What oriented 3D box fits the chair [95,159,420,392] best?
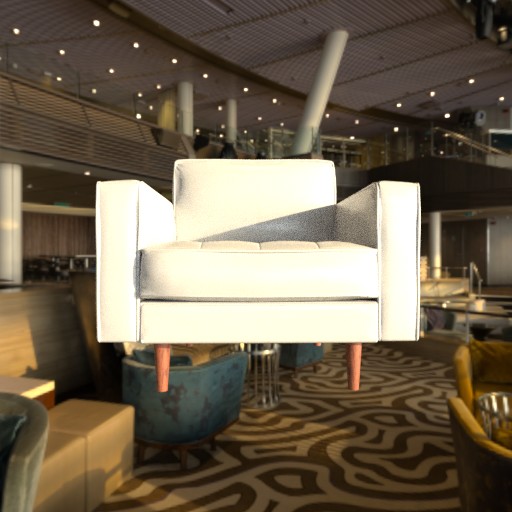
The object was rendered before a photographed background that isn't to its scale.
[{"bbox_3d":[0.000,0.000,1.551,0.928,0.773,0.843,0,0,-1],"label":"chair"}]
